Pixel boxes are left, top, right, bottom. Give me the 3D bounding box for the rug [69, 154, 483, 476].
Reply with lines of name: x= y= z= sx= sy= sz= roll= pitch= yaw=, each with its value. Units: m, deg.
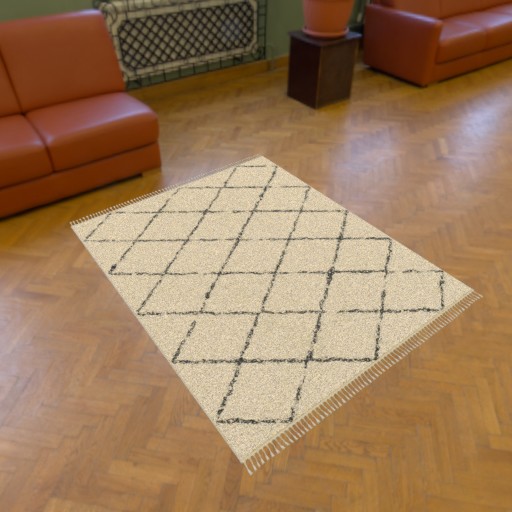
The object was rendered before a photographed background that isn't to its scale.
rug: x=0.000 y=0.000 z=4.019 sx=2.380 sy=0.013 sz=3.051 roll=-26 pitch=47 yaw=-27
